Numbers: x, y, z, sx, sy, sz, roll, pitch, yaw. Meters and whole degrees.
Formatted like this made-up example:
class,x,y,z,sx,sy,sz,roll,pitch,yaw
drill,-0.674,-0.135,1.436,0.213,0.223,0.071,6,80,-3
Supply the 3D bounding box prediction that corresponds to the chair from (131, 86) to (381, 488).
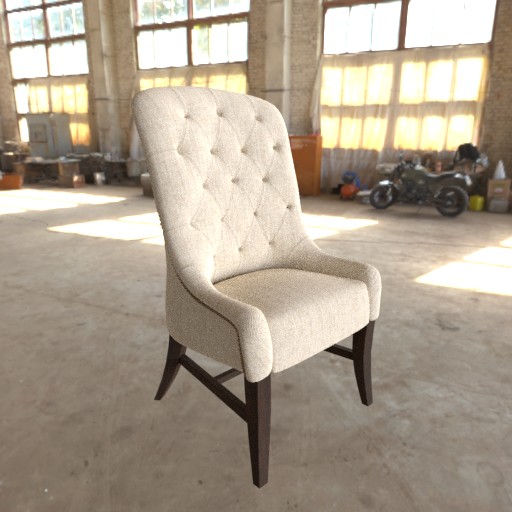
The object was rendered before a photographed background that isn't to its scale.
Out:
class,x,y,z,sx,sy,sz,roll,pitch,yaw
chair,0.000,0.000,1.476,0.634,1.091,0.629,-15,21,-42
